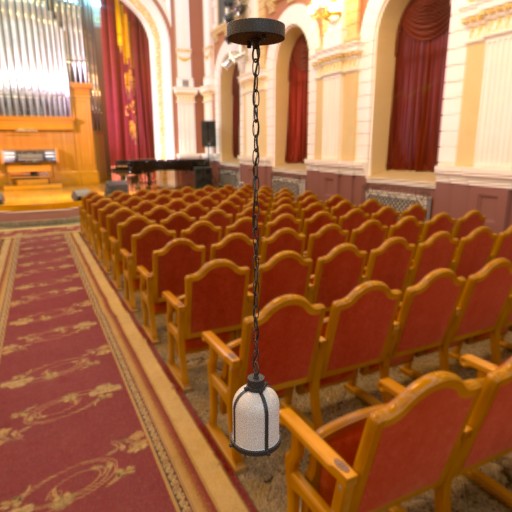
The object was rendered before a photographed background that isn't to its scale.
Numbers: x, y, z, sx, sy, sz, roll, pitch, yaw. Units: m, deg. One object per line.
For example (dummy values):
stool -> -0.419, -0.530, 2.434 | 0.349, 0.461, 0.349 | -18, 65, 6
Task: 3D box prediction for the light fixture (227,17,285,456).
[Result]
light fixture -> 0.000, 0.000, 1.245 | 0.178, 1.181, 0.178 | -7, 15, -25
